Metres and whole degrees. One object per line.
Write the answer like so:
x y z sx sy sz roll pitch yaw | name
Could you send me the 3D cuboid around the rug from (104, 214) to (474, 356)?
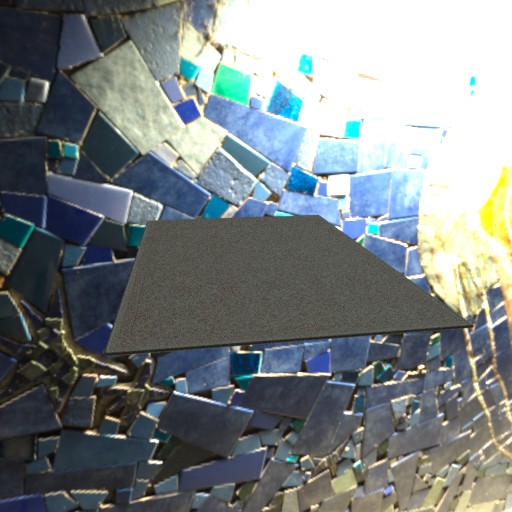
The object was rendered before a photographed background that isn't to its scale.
0.000 0.000 2.278 1.219 0.010 1.829 -3 18 -9 | rug
